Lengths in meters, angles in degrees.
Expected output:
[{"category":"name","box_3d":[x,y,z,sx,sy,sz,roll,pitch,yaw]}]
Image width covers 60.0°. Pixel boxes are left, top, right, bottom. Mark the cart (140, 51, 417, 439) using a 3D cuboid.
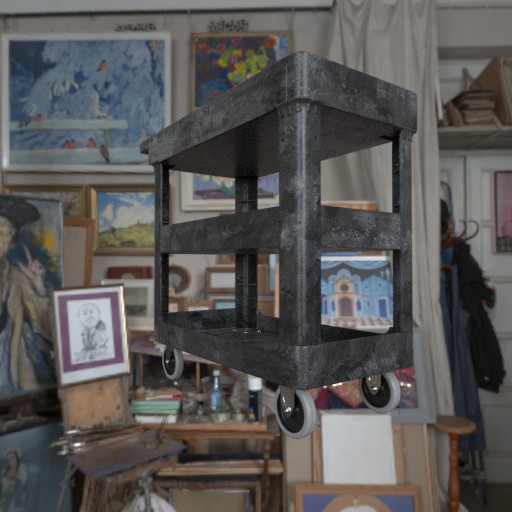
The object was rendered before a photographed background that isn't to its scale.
[{"category":"cart","box_3d":[0.000,0.000,1.364,0.420,0.824,0.877,1,-1,-36]}]
